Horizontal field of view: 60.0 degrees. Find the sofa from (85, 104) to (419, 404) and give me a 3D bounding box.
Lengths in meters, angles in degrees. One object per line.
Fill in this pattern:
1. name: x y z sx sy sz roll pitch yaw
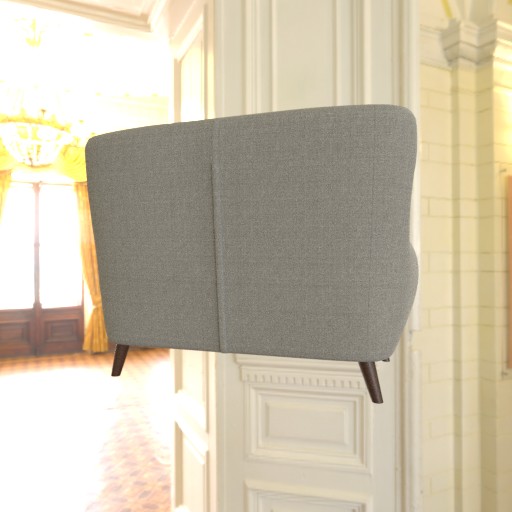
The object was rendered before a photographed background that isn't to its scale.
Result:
1. sofa: 0.000 0.000 2.000 1.386 1.028 0.884 0 0 19
